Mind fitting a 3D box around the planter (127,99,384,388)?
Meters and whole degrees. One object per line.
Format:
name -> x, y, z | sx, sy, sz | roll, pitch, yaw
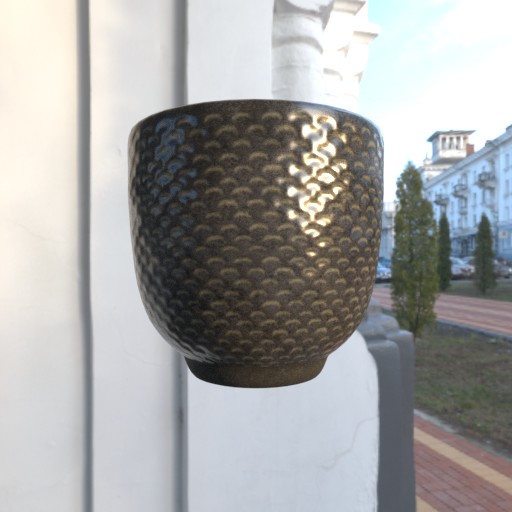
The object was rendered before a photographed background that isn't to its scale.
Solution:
planter -> 0.000, 0.000, 0.309 | 0.172, 0.160, 0.172 | 0, 0, 0
